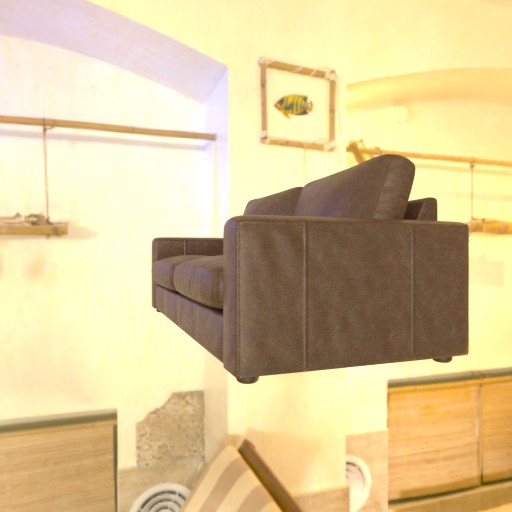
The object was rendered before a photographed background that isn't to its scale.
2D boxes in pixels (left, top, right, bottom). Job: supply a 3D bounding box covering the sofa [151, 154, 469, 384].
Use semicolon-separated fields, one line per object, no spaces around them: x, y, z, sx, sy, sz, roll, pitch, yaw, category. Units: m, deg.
0.000;0.000;2.606;1.016;0.873;2.179;0;0;-20;sofa
